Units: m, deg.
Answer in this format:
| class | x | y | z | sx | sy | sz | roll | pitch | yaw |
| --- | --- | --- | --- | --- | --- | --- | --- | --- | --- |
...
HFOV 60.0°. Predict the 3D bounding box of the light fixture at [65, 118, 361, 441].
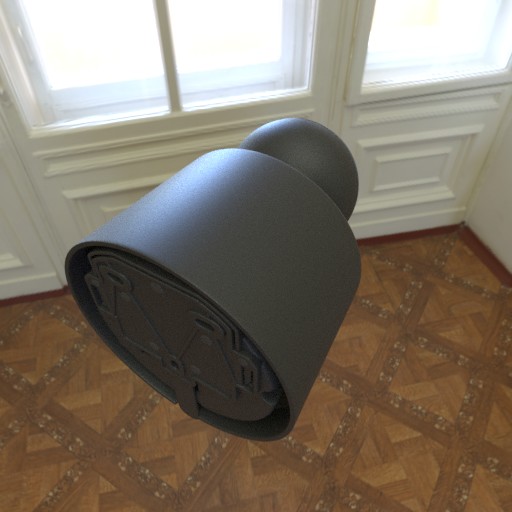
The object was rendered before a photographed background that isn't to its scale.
| class | x | y | z | sx | sy | sz | roll | pitch | yaw |
| --- | --- | --- | --- | --- | --- | --- | --- | --- | --- |
| light fixture | 0.000 | 0.000 | 0.264 | 0.134 | 0.143 | 0.160 | 23 | 51 | 21 |
